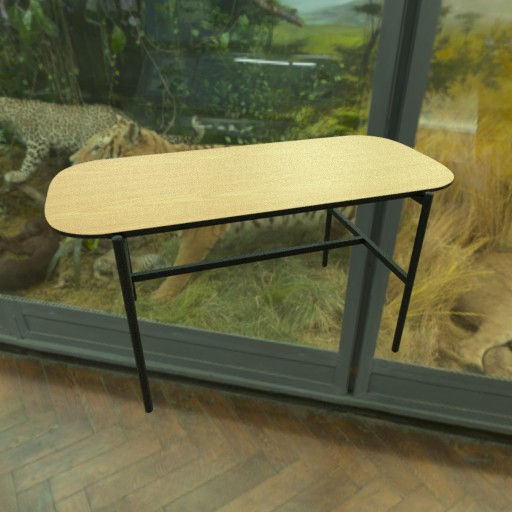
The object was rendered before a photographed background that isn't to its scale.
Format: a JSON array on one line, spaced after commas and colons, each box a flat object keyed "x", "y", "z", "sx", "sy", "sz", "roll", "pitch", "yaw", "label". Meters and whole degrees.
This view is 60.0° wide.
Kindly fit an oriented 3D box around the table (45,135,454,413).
[{"x": 0.000, "y": 0.000, "z": 1.015, "sx": 0.800, "sy": 0.400, "sz": 0.400, "roll": -9, "pitch": 33, "yaw": -15, "label": "table"}]
